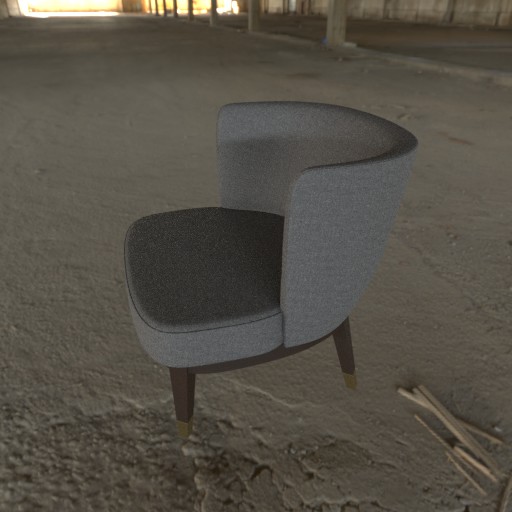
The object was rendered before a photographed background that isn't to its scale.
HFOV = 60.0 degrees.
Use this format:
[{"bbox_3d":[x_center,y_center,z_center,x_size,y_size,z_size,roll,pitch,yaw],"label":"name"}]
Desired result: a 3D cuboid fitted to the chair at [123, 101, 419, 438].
[{"bbox_3d":[0.000,0.000,1.218,0.698,0.695,0.639,-9,31,-15],"label":"chair"}]
